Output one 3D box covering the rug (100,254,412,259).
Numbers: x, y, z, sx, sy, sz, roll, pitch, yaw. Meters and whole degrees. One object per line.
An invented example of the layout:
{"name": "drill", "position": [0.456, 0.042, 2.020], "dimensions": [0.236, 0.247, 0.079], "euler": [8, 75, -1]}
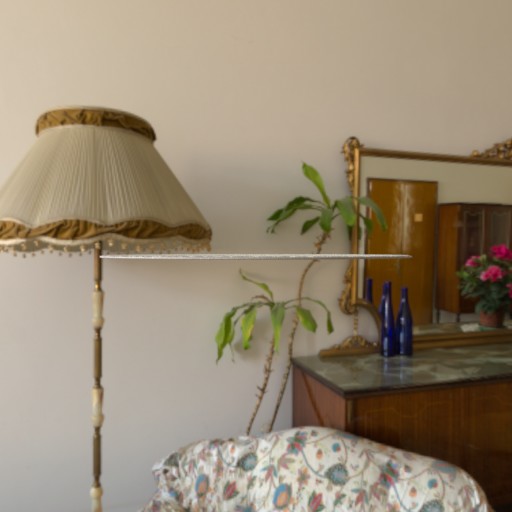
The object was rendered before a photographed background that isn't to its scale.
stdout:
{"name": "rug", "position": [0.000, 0.000, 2.394], "dimensions": [1.593, 0.012, 1.593], "euler": [0, 1, 0]}
